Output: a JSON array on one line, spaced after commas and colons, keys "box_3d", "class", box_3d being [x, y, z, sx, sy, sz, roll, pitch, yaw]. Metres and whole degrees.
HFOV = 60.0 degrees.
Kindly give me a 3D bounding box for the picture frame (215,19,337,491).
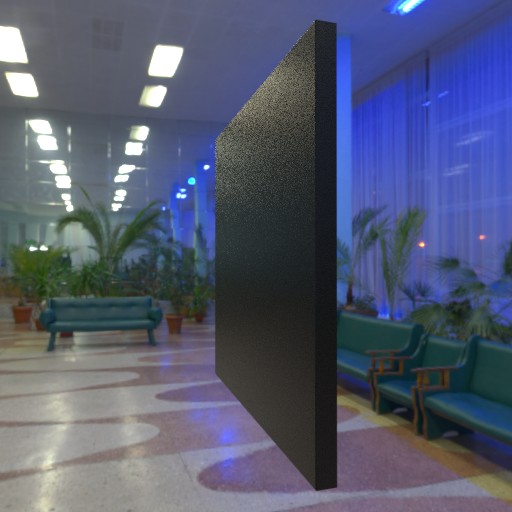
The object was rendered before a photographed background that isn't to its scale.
[{"box_3d": [0.000, 0.000, 0.794, 0.029, 0.557, 0.559, 0, 0, -17], "class": "picture frame"}]
